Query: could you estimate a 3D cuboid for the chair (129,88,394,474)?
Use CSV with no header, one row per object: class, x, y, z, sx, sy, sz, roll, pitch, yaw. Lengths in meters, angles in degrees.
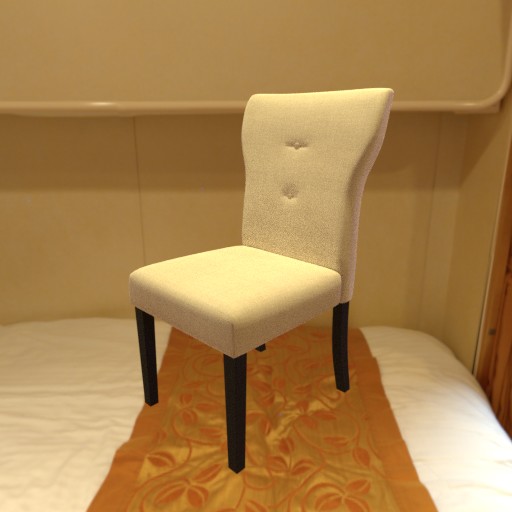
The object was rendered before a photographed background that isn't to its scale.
chair,0.000,0.000,1.283,0.509,0.921,0.597,16,23,42
